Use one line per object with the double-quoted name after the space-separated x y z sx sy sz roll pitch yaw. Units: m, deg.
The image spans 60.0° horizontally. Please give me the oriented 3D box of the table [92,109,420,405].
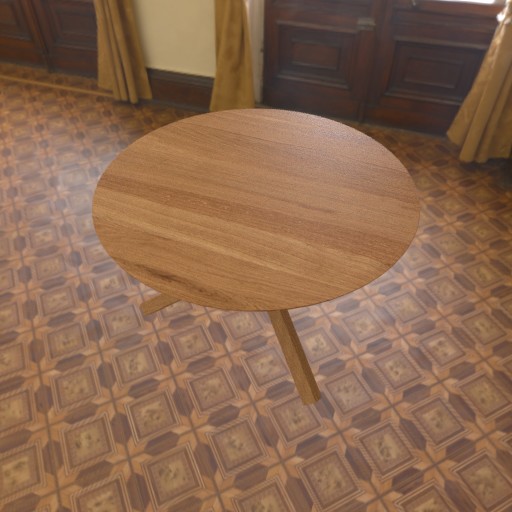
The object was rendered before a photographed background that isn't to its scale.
0.000 0.000 1.683 1.038 0.666 1.038 0 45 0 "table"
